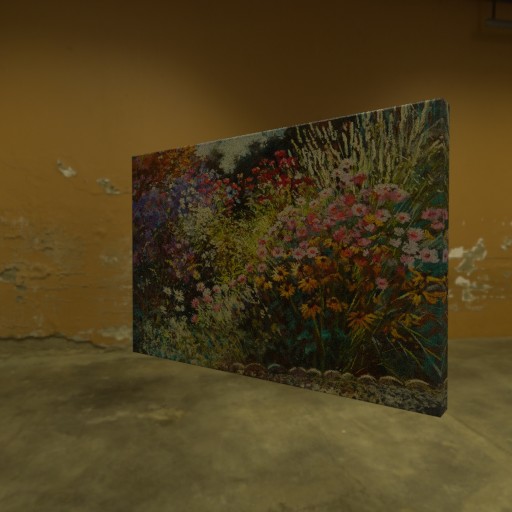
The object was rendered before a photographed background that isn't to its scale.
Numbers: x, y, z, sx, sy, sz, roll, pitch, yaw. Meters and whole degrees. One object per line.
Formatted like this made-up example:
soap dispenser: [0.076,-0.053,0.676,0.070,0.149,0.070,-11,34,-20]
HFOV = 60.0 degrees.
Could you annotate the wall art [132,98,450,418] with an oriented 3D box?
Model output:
wall art: [0.000,0.000,0.757,0.610,0.406,0.037,1,1,36]
